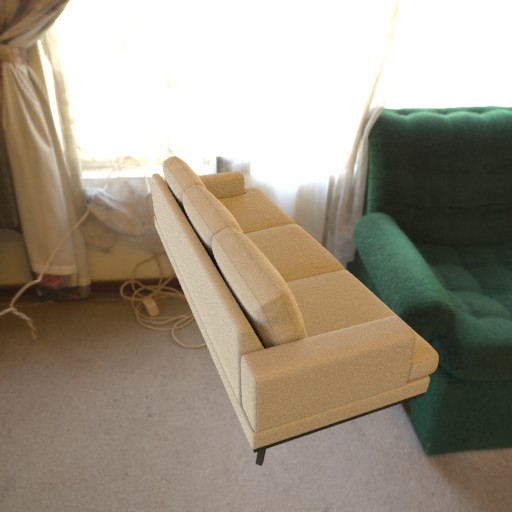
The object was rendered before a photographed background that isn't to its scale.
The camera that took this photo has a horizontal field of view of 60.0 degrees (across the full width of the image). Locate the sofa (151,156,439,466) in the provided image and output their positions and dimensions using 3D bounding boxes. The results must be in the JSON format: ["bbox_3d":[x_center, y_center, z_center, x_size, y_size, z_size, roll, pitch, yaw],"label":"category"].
[{"bbox_3d":[0.000,0.000,2.784,0.920,0.810,2.310,-11,31,-18],"label":"sofa"}]
